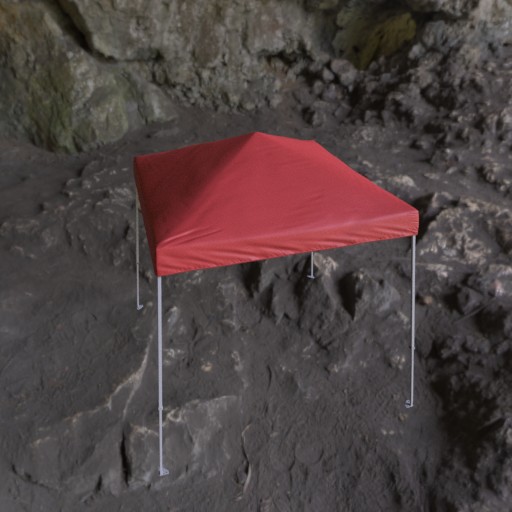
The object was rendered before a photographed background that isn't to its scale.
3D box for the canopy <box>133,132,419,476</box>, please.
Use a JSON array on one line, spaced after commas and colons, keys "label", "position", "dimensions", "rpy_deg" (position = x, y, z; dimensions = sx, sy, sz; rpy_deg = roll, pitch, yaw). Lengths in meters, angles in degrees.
[{"label": "canopy", "position": [0.000, 0.000, 5.107], "dimensions": [2.849, 2.849, 2.848], "rpy_deg": [-9, 32, -15]}]
